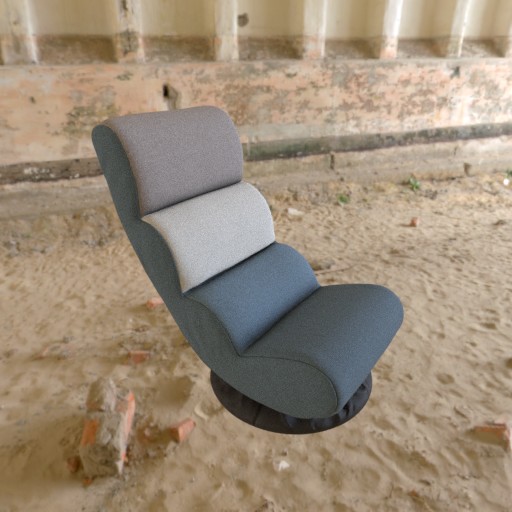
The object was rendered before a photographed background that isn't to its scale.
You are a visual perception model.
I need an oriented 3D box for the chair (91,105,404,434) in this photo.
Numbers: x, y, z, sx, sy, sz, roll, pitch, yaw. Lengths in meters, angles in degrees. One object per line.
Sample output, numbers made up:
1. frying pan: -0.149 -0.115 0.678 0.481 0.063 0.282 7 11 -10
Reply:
1. chair: 0.000 0.000 1.081 0.661 0.641 0.420 16 30 31
